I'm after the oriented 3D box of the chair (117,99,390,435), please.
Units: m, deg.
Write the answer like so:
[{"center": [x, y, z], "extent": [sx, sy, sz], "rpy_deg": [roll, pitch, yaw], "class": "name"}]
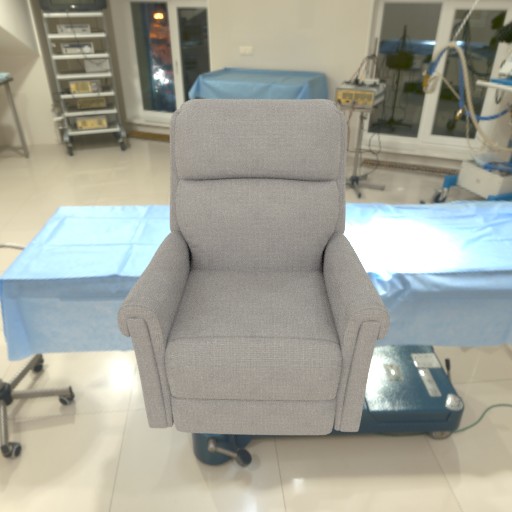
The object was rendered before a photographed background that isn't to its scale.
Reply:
[{"center": [0.000, 0.000, 1.753], "extent": [0.838, 1.054, 1.014], "rpy_deg": [1, 31, 1], "class": "chair"}]
